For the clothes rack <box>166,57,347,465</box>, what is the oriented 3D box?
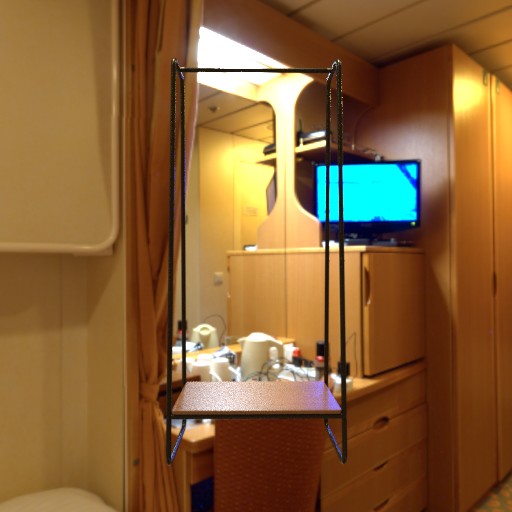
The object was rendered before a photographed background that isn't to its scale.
[{"bbox_3d":[0.000,0.000,1.757,0.640,1.500,0.400,0,-1,-1],"label":"clothes rack"}]
